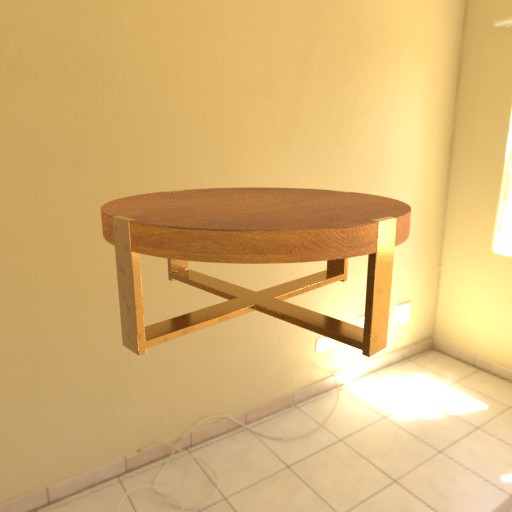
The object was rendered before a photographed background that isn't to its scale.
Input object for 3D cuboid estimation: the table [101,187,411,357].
[{"bbox_3d":[0.000,0.000,1.715,1.100,0.420,1.100,0,14,0],"label":"table"}]
